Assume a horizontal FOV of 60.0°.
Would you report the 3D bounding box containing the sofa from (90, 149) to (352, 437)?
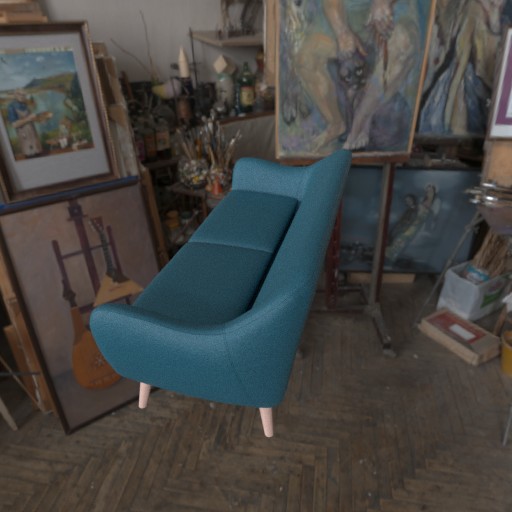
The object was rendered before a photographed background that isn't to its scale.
[{"bbox_3d":[0.000,0.000,2.371,0.820,0.836,1.840,8,32,13],"label":"sofa"}]
